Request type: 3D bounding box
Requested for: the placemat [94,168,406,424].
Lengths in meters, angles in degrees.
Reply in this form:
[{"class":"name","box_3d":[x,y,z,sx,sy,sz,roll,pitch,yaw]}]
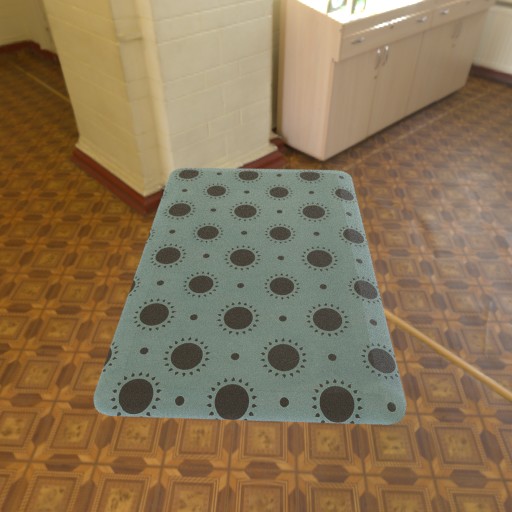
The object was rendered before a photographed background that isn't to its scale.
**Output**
[{"class":"placemat","box_3d":[0.000,0.000,0.975,0.508,0.021,0.762,1,41,1]}]
